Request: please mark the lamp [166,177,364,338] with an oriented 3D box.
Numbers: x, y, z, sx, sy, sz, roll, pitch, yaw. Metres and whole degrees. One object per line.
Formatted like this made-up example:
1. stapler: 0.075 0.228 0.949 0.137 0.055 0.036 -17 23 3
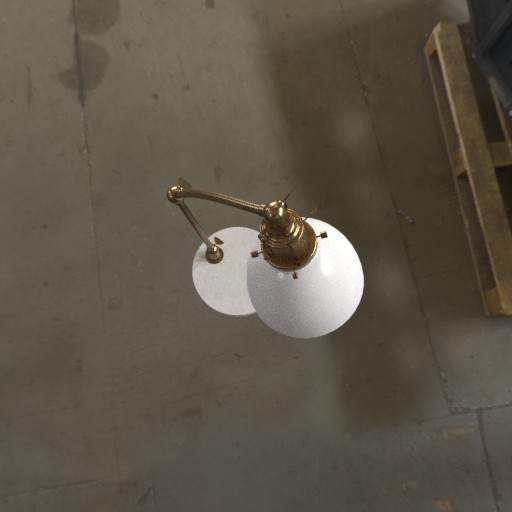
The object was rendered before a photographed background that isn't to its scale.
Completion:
1. lamp: 0.000 0.000 0.677 0.317 0.522 0.186 34 79 8
